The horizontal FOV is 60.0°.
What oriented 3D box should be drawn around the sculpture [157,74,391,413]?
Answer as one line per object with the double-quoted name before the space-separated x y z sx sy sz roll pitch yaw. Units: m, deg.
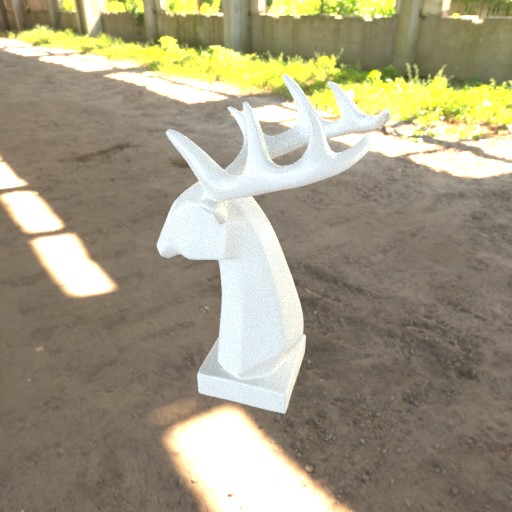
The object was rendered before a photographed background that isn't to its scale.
"sculpture" 0.000 0.000 0.454 0.224 0.329 0.174 9 31 15
